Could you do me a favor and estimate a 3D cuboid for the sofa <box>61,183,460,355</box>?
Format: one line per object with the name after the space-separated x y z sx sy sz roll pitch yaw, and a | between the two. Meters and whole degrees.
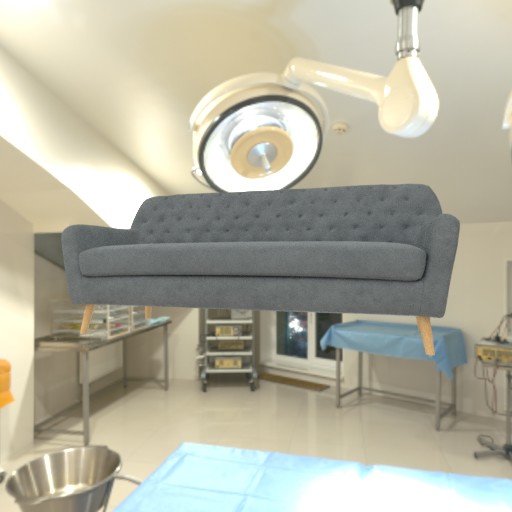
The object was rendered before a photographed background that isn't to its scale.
0.000 0.000 2.430 1.975 0.832 0.841 0 0 18 | sofa
